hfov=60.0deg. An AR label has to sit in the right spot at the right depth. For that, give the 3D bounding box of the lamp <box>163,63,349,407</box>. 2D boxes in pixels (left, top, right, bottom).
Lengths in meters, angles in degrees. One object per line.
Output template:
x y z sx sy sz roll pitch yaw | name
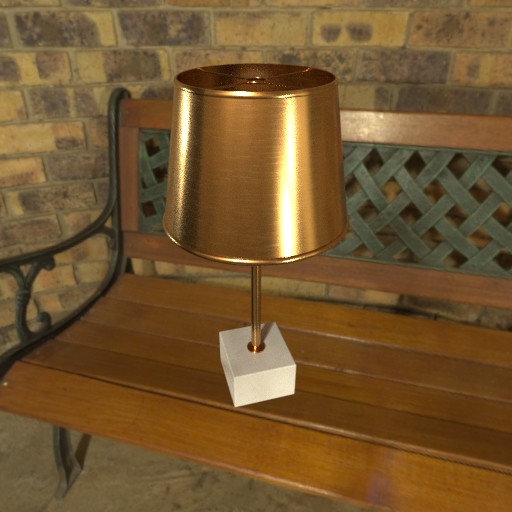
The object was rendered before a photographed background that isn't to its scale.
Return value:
0.000 0.000 0.531 0.208 0.406 0.208 0 32 0 | lamp
